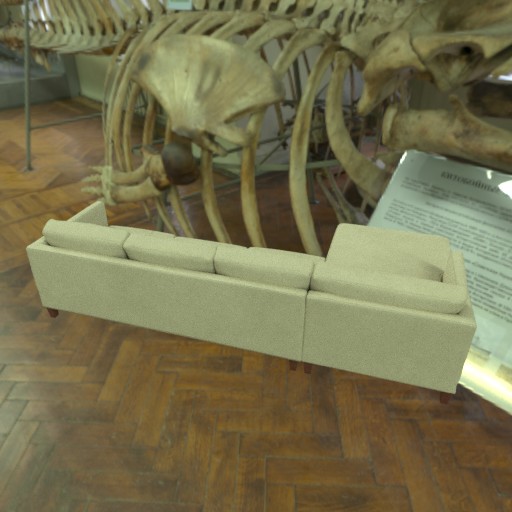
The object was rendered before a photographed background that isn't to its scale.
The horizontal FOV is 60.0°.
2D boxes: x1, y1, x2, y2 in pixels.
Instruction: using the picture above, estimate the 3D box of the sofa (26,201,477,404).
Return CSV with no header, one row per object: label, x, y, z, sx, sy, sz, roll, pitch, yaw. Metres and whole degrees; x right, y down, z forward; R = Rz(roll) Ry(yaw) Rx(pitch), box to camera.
sofa,0.000,0.000,3.747,3.186,0.846,1.625,9,32,15
